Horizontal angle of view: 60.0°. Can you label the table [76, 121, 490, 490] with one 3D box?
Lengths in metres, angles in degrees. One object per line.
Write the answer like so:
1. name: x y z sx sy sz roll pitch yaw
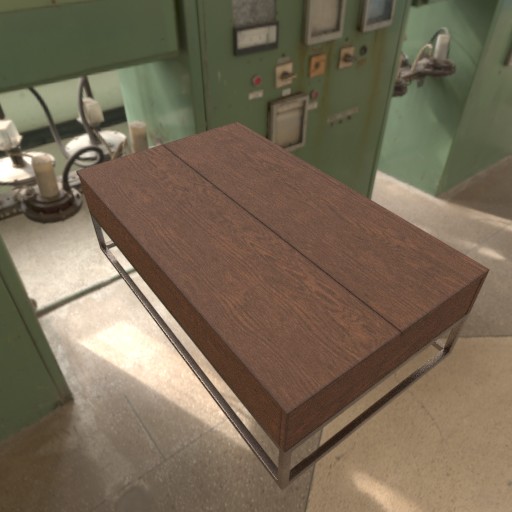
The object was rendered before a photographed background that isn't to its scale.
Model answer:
1. table: 0.000 0.000 1.492 0.719 0.361 1.167 -26 47 -27
